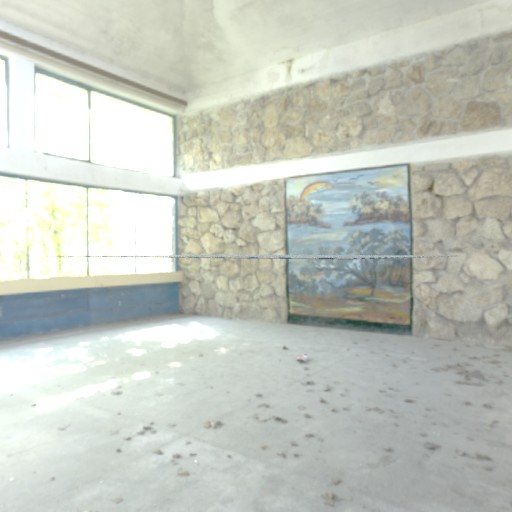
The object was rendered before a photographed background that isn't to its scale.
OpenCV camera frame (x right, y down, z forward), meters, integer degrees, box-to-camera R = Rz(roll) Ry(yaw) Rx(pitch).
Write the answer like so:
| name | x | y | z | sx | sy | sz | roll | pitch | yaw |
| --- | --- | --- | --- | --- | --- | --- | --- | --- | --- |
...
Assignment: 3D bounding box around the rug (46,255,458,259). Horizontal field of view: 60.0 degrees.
| name | x | y | z | sx | sy | sz | roll | pitch | yaw |
| --- | --- | --- | --- | --- | --- | --- | --- | --- | --- |
| rug | 0.000 | 0.000 | 4.208 | 3.059 | 0.008 | 2.453 | 0 | 1 | 37 |
